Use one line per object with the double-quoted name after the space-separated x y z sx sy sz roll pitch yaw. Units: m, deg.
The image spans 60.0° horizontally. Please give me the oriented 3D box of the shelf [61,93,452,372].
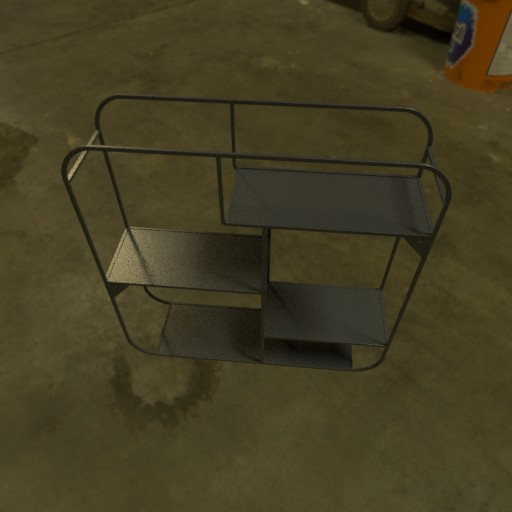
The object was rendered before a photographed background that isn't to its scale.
0.000 0.000 0.910 0.600 0.600 0.160 4 48 4 "shelf"
